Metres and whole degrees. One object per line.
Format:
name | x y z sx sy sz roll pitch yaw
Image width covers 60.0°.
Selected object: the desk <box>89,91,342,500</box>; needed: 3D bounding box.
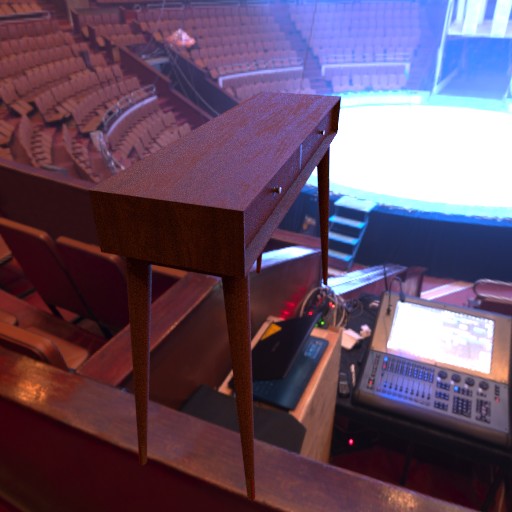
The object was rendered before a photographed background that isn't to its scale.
desk | 0.000 0.000 1.603 0.384 0.917 1.204 9 31 16
